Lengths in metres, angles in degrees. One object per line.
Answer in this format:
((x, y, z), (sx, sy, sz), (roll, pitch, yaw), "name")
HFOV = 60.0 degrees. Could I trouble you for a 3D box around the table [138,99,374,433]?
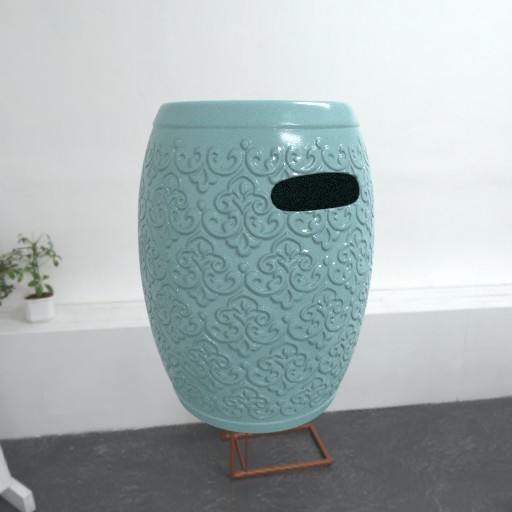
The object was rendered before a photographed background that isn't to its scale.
((0.000, 0.000, 0.606), (0.309, 0.397, 0.309), (0, 17, 0), "table")
